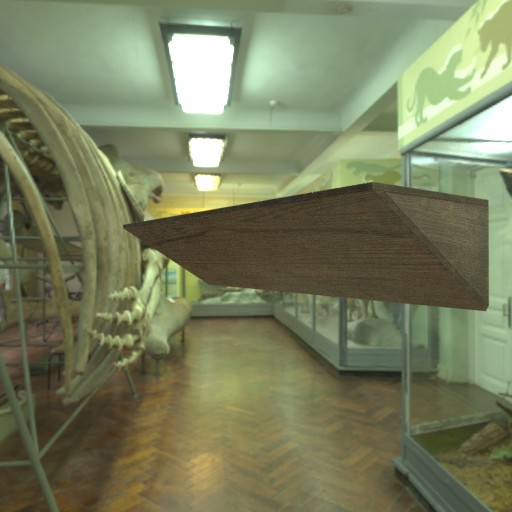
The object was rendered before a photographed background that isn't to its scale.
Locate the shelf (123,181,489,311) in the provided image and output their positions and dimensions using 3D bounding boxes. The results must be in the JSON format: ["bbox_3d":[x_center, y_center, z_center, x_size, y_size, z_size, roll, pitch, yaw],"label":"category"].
[{"bbox_3d":[0.000,0.000,0.684,0.200,0.125,0.610,0,0,-36],"label":"shelf"}]
